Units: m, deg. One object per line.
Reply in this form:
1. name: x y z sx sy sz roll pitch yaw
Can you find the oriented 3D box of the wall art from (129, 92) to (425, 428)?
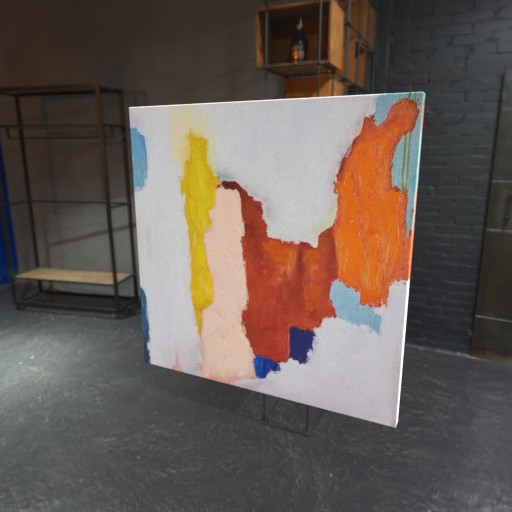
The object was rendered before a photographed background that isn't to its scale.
1. wall art: 0.000 0.000 1.536 1.017 1.017 0.044 7 15 26
